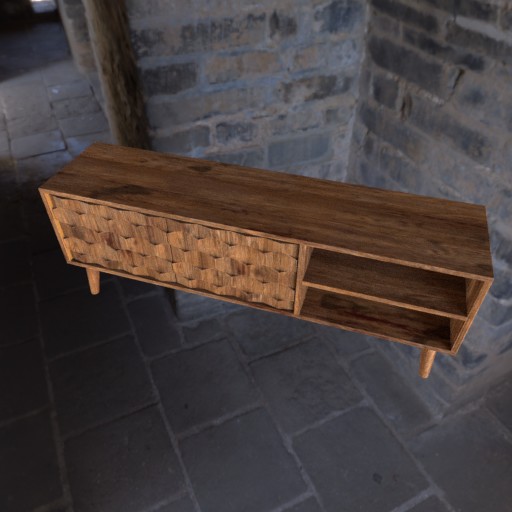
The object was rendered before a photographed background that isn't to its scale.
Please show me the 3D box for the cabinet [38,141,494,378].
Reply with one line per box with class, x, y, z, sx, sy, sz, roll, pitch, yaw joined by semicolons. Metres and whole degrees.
cabinet;0.000;0.000;1.649;1.448;0.528;0.349;12;43;13
